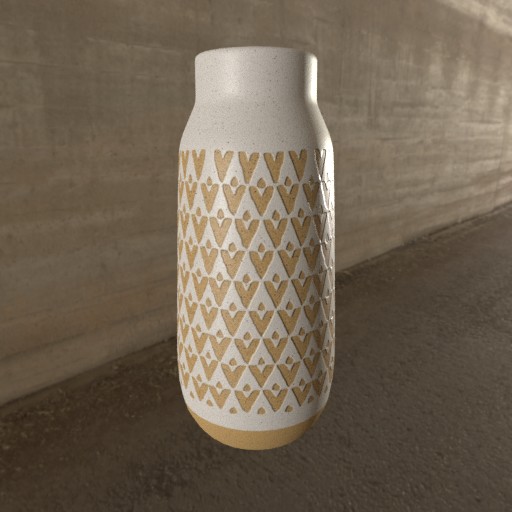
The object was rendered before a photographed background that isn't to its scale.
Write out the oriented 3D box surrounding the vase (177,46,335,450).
[{"bbox_3d":[0.000,0.000,0.371,0.137,0.307,0.137,0,15,0],"label":"vase"}]
